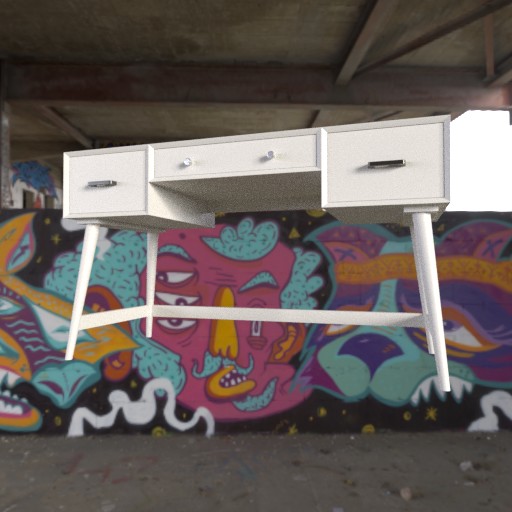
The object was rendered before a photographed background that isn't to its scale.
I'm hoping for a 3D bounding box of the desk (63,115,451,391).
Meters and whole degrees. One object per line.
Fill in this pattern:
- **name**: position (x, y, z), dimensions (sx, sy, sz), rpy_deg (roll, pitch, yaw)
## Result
- **desk**: position (0.000, 0.000, 1.685), dimensions (1.313, 0.762, 0.589), rpy_deg (0, -1, 18)
